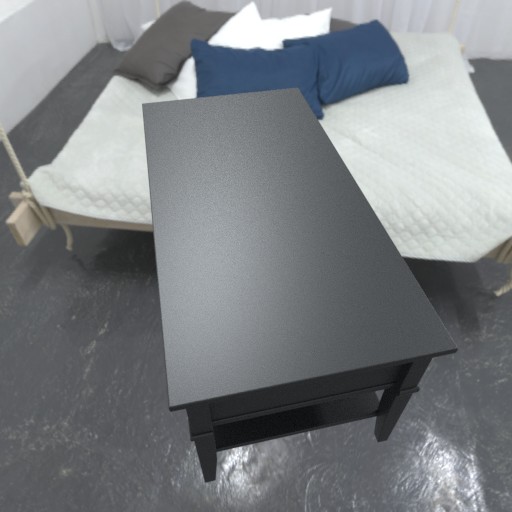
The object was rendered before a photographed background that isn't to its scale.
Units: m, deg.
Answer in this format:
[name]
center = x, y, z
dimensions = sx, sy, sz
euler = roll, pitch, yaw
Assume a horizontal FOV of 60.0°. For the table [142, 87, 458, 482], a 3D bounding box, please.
[table]
center = 0.000, 0.000, 1.285
dimensions = 0.523, 0.470, 1.044
euler = -9, 47, -9
